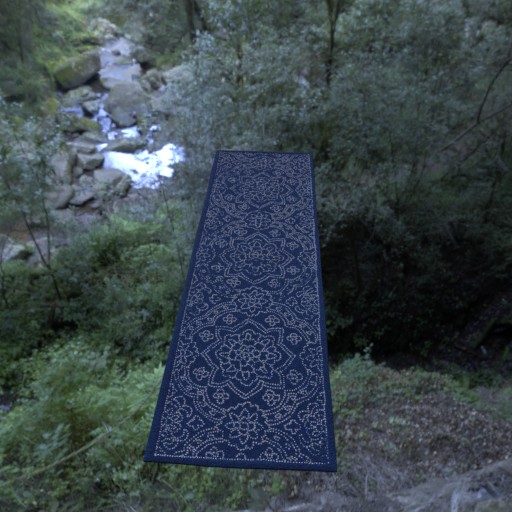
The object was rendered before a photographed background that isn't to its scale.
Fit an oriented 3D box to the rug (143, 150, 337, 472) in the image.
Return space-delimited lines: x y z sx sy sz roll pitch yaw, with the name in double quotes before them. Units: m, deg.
"rug" 0.000 0.000 2.628 0.769 0.012 2.448 2 43 2
